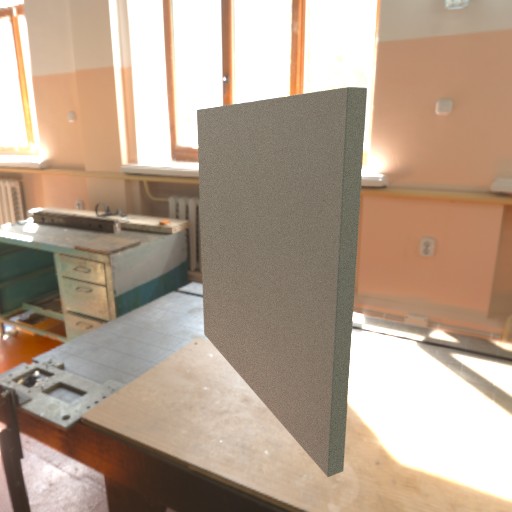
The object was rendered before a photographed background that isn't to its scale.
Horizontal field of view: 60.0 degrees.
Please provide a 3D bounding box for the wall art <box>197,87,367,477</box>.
[{"bbox_3d":[0.000,0.000,1.158,0.040,0.762,0.762,-7,17,-25],"label":"wall art"}]
